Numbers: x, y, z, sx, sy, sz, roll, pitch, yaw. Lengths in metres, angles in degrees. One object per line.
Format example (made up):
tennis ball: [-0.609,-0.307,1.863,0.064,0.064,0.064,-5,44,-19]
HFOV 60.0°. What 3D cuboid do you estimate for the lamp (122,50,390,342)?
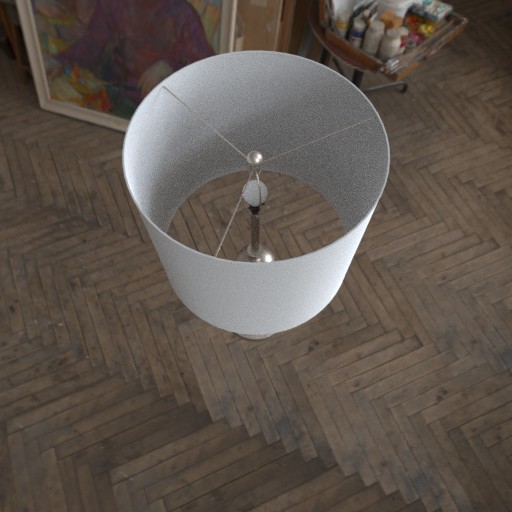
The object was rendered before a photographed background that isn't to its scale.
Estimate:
lamp: [0.000,0.000,0.700,0.277,0.538,0.277,-16,65,-7]
